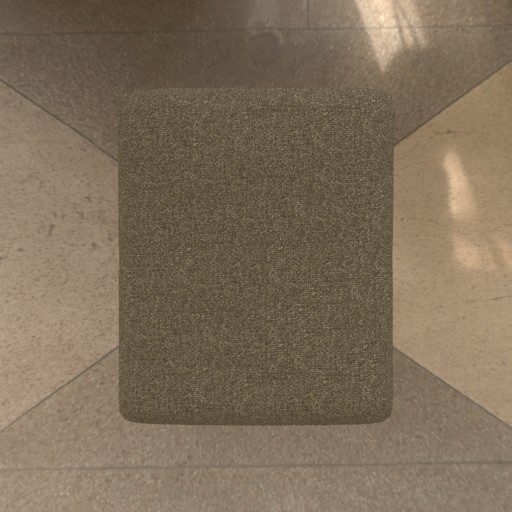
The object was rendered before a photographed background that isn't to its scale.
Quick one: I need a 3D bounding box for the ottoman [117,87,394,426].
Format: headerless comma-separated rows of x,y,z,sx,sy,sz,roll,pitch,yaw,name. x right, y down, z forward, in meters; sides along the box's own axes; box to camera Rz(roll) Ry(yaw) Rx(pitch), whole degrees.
0.000,0.000,1.120,0.598,0.476,0.742,0,91,0,ottoman
